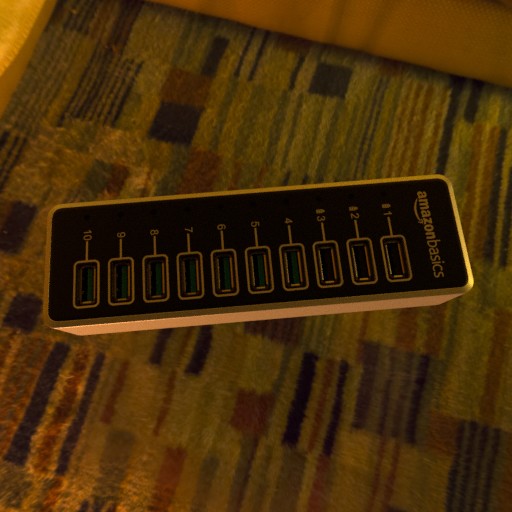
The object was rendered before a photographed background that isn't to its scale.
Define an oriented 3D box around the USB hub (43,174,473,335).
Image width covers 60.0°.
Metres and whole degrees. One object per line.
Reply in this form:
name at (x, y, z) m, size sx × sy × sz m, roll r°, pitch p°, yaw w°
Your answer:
USB hub at (0.000, 0.000, 0.163) m, size 0.145 × 0.023 × 0.044 m, roll -5°, pitch 74°, yaw -1°
